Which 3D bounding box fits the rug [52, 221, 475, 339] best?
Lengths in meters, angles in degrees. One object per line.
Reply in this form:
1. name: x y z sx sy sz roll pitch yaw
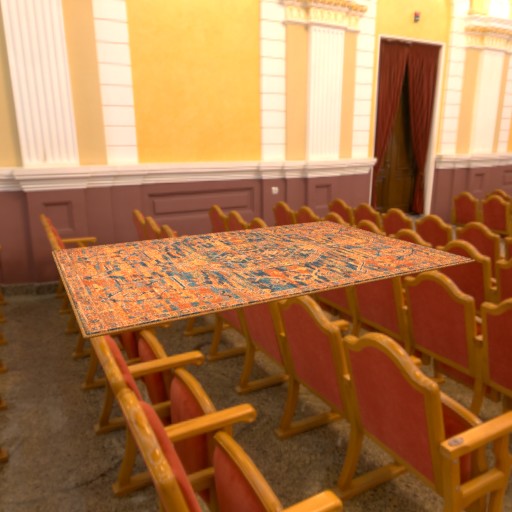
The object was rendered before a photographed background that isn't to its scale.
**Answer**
1. rug: 0.000 0.000 1.072 0.863 0.008 0.557 -8 17 -27
